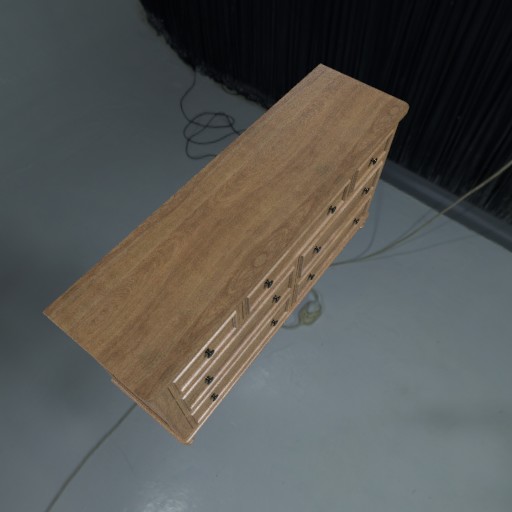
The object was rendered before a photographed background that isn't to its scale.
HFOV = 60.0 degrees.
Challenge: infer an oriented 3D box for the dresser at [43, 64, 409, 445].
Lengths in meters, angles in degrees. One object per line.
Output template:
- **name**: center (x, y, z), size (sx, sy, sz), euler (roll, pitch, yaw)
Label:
- **dresser**: center (0.000, 0.000, 2.021), size (0.468, 0.892, 1.583), euler (33, 64, 19)
